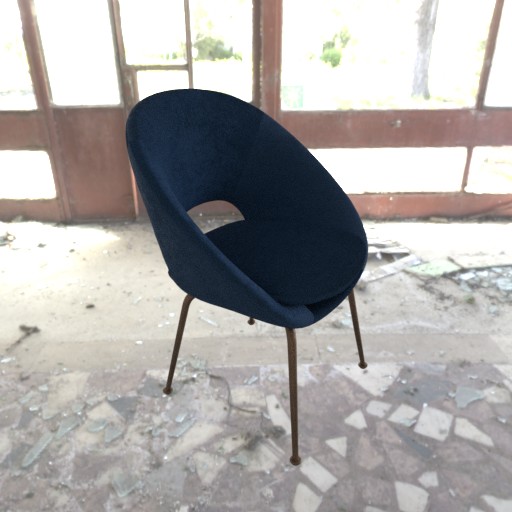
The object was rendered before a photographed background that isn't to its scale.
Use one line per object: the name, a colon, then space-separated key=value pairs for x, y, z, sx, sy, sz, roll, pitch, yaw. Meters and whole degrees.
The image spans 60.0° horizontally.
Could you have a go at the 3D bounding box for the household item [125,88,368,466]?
household item: x=0.000 y=0.000 z=1.242 sx=0.573 sy=0.852 sz=0.623 roll=16 pitch=30 yaw=31
